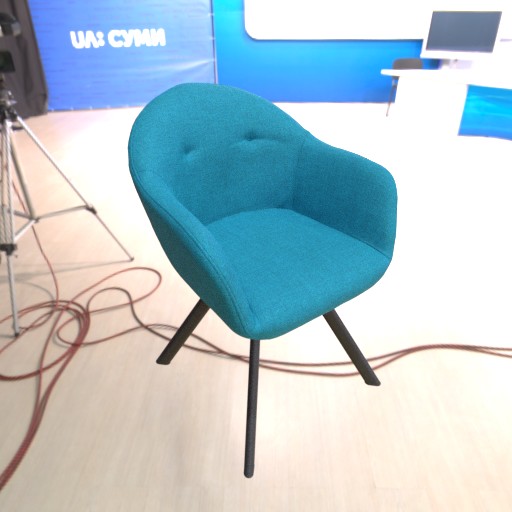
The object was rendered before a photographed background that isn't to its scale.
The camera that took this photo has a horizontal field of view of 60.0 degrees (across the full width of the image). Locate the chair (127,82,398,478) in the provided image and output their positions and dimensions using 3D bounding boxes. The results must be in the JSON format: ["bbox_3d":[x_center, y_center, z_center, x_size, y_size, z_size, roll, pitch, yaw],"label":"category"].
[{"bbox_3d":[0.000,0.000,1.147,0.545,0.775,0.565,-22,38,-31],"label":"chair"}]
